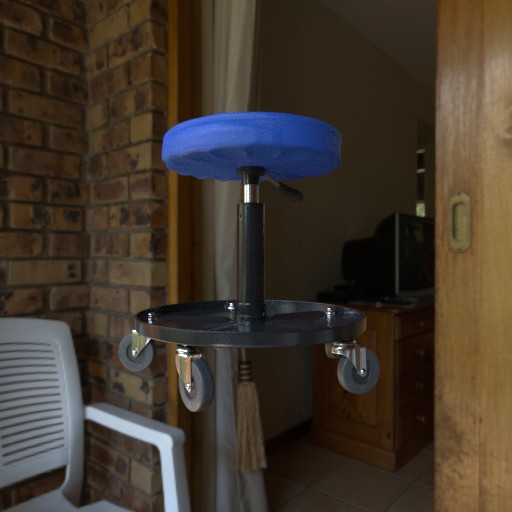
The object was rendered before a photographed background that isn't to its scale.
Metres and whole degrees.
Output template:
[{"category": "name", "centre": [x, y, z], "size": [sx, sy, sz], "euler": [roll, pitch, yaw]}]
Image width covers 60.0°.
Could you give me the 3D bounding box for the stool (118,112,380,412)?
[{"category": "stool", "centre": [0.000, 0.000, 0.690], "size": [0.381, 0.365, 0.382], "euler": [0, 1, 35]}]
